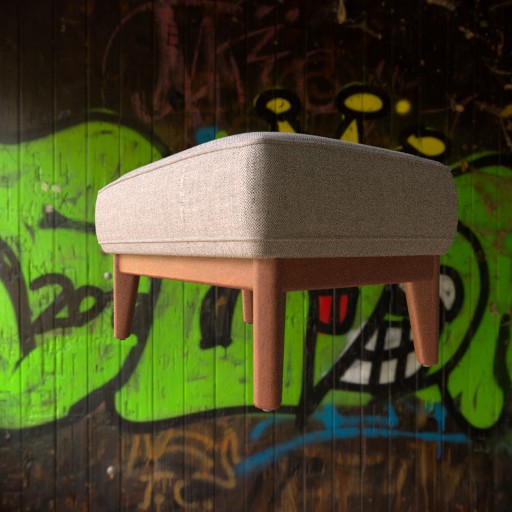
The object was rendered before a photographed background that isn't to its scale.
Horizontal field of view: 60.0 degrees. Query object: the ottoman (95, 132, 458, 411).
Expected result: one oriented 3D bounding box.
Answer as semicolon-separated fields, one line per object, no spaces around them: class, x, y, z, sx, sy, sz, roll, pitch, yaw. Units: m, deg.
ottoman;0.000;0.000;1.064;0.555;0.458;0.750;-1;1;-36
